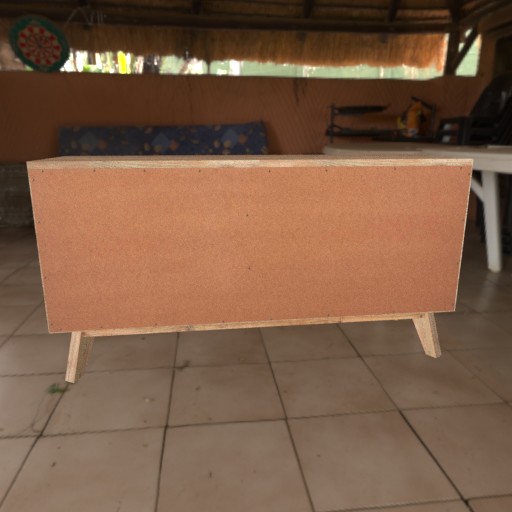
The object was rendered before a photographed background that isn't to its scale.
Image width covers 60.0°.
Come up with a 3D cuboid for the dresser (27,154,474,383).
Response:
[{"bbox_3d":[0.000,0.000,1.850,1.554,0.805,0.455,-2,15,-7],"label":"dresser"}]
